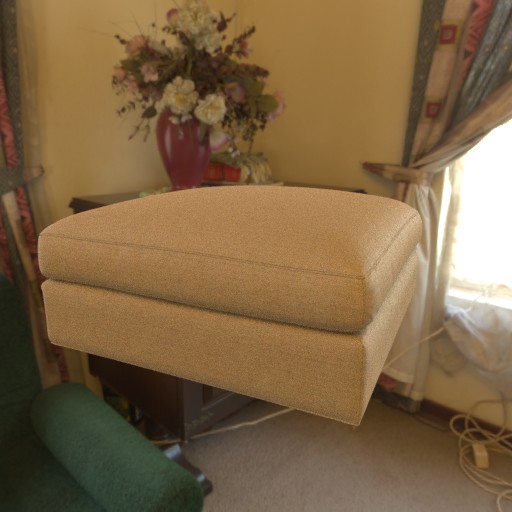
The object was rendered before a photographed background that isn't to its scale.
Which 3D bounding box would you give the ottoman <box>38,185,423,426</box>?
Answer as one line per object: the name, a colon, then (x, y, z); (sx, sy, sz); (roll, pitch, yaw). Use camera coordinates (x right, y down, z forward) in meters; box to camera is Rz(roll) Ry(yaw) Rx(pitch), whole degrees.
ottoman: (0.000, 0.000, 1.614); (1.041, 0.470, 1.041); (7, 16, 25)
